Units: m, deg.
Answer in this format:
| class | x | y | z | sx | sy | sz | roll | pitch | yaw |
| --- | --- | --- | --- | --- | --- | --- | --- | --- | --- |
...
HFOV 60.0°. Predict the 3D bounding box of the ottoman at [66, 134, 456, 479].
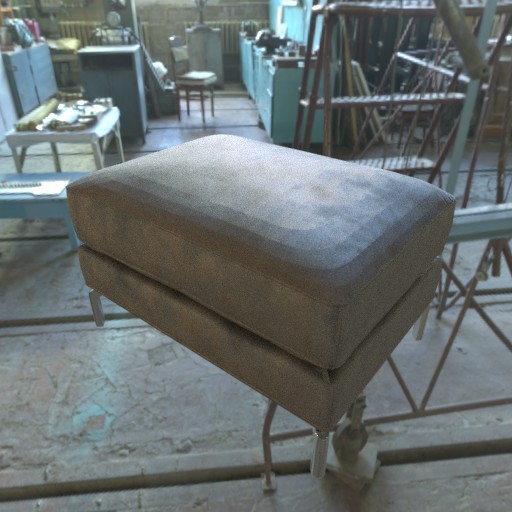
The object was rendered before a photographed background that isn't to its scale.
| class | x | y | z | sx | sy | sz | roll | pitch | yaw |
| --- | --- | --- | --- | --- | --- | --- | --- | --- | --- |
| ottoman | 0.000 | 0.000 | 1.050 | 0.719 | 0.456 | 0.520 | 22 | 37 | 33 |
